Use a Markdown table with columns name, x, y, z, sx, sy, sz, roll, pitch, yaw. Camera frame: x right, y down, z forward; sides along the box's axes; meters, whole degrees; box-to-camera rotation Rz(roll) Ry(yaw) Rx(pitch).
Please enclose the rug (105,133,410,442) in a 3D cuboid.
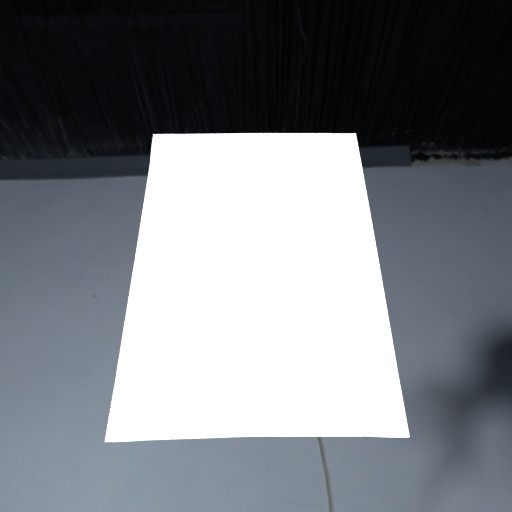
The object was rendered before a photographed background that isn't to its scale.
| name | x | y | z | sx | sy | sz | roll | pitch | yaw |
| --- | --- | --- | --- | --- | --- | --- | --- | --- | --- |
| rug | 0.000 | 0.000 | 3.683 | 2.032 | 0.038 | 2.869 | 0 | 59 | 0 |
